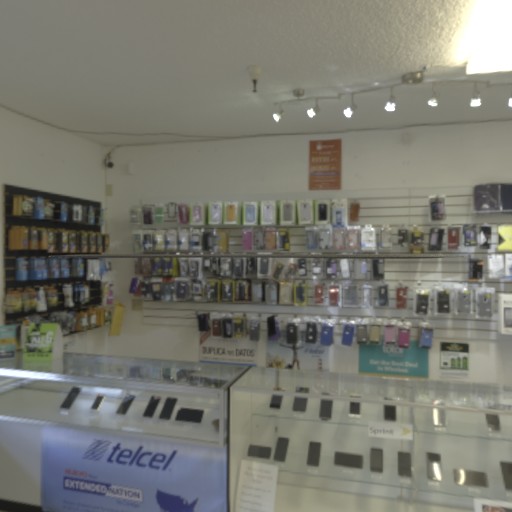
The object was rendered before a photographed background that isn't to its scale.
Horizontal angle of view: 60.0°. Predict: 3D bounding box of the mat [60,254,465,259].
[{"bbox_3d":[0.000,0.000,1.840,1.524,0.013,0.913,0,0,17],"label":"mat"}]
